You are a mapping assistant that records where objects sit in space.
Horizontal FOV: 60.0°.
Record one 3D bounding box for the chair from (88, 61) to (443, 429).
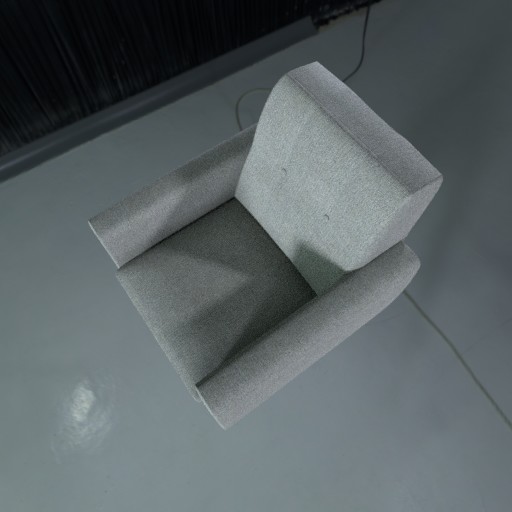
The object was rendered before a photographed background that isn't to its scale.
[{"bbox_3d":[0.000,0.000,1.674,0.942,0.968,0.845,-33,69,-15],"label":"chair"}]
